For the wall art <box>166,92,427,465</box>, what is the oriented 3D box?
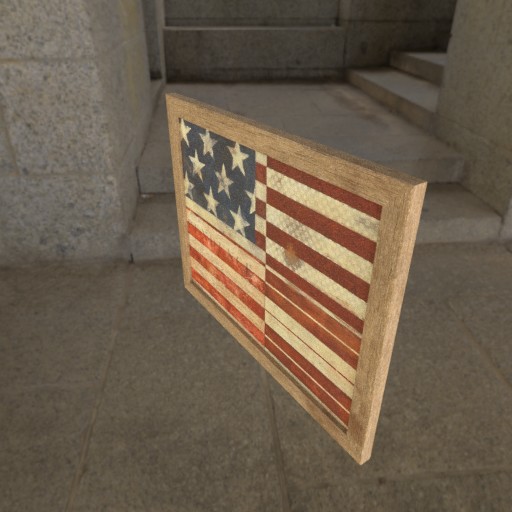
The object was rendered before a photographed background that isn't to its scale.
[{"bbox_3d":[0.000,0.000,0.911,0.026,0.535,0.690,-20,36,-30],"label":"wall art"}]
